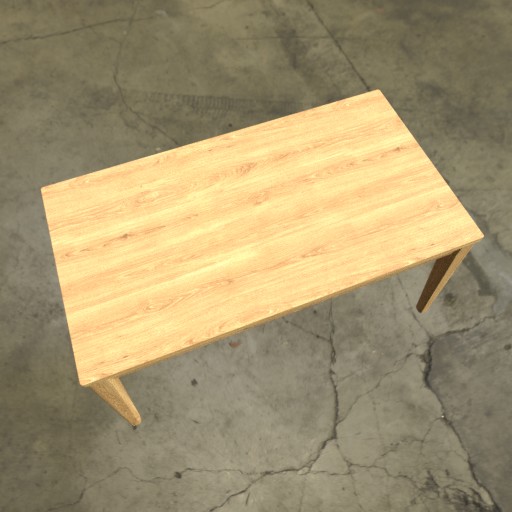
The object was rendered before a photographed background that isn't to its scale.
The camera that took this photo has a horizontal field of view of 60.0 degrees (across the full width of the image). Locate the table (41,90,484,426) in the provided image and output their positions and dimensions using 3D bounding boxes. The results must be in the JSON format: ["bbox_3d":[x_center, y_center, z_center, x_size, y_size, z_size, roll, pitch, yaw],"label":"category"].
[{"bbox_3d":[0.000,0.000,2.072,1.600,0.760,0.900,-19,64,-10],"label":"table"}]
